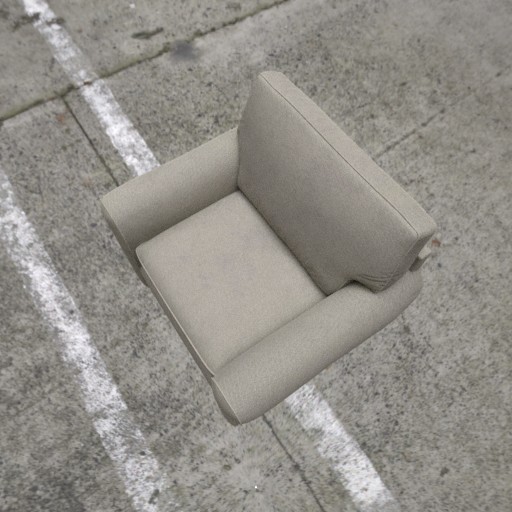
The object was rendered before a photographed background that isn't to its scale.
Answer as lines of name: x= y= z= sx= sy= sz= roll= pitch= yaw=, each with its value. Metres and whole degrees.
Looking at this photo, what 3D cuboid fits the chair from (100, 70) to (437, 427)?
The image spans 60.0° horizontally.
chair: x=0.000 y=0.000 z=1.951 sx=0.939 sy=1.044 sz=1.147 roll=-31 pitch=67 yaw=-15
